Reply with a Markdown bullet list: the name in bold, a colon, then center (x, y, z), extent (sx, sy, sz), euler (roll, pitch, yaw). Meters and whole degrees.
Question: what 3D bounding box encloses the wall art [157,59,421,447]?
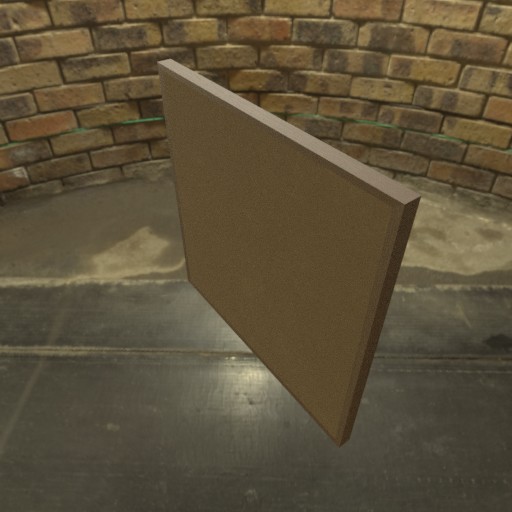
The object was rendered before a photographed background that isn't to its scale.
- **wall art**: center (0.000, 0.000, 1.124), extent (0.038, 0.758, 0.761), euler (-26, 48, -27)
